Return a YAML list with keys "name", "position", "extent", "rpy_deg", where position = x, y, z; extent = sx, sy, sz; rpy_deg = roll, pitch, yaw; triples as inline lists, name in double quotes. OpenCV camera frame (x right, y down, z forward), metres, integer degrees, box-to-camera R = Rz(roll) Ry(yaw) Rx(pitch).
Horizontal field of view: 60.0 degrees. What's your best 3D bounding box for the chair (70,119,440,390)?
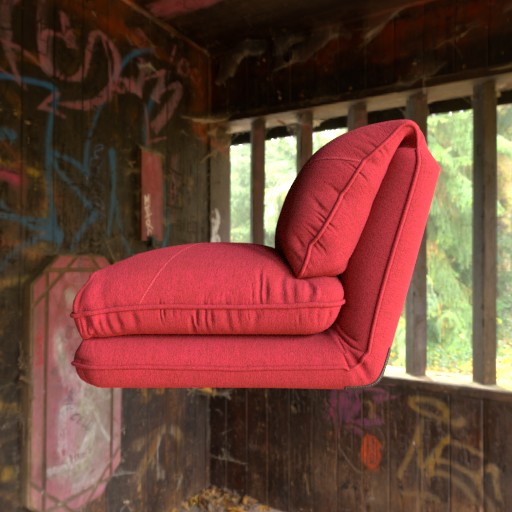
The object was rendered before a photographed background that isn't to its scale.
- name: "chair"
  position: [0.000, 0.000, 1.293]
  extent: [0.780, 0.580, 0.820]
  rpy_deg: [0, -1, 1]
